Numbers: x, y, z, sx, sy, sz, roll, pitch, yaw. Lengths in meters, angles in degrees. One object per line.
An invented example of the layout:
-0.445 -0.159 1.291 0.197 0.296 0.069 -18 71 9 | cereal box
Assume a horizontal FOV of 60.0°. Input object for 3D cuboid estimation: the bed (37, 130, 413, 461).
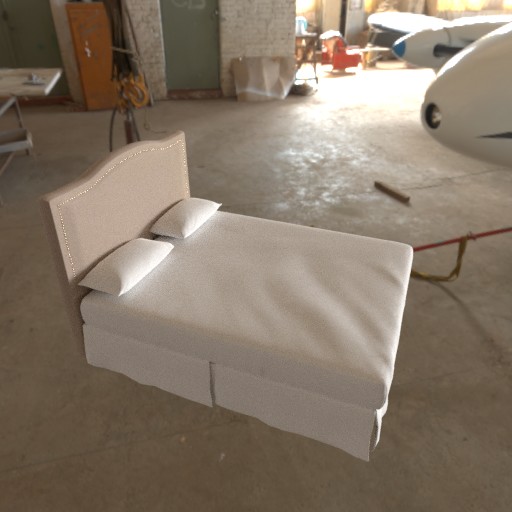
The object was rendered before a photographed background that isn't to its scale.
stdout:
0.000 0.000 3.389 2.282 1.436 1.821 12 33 18 | bed
